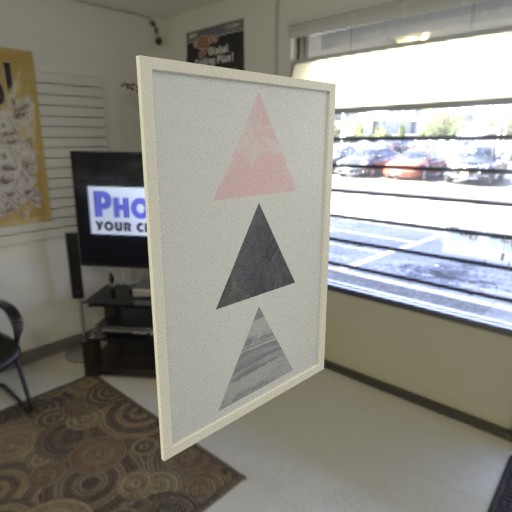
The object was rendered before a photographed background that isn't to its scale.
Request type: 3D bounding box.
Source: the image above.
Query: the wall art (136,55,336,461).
[{"bbox_3d":[0.000,0.000,1.219,0.659,0.940,0.013,-14,20,-43],"label":"wall art"}]
